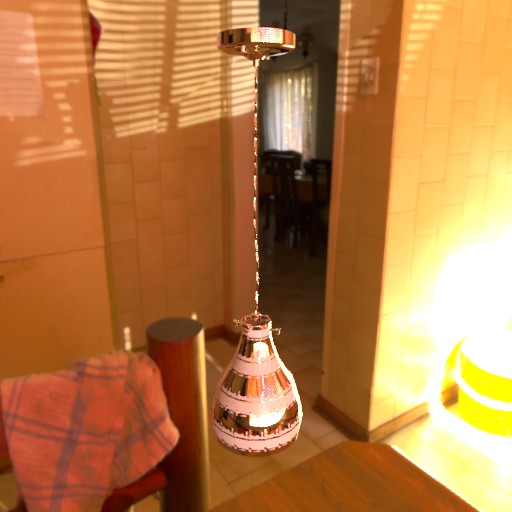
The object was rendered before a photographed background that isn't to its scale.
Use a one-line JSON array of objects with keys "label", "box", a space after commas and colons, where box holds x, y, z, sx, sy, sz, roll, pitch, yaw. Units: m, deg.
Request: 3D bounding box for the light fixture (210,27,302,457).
[{"label": "light fixture", "box": [0.000, 0.000, 1.613, 0.374, 1.457, 0.374, 8, 18, 25]}]
